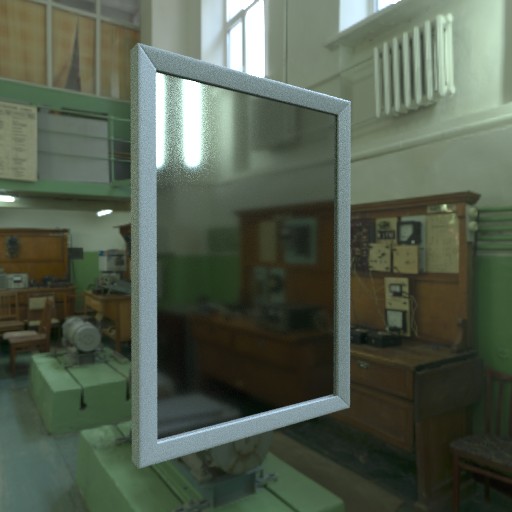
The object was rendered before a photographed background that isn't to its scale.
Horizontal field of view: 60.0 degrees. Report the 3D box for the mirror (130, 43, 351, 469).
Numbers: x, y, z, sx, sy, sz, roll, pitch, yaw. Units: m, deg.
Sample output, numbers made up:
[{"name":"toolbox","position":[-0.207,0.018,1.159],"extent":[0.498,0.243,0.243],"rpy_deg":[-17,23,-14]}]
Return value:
[{"name":"mirror","position":[0.000,0.000,0.900],"extent":[0.507,0.710,0.040],"rpy_deg":[0,1,-35]}]
